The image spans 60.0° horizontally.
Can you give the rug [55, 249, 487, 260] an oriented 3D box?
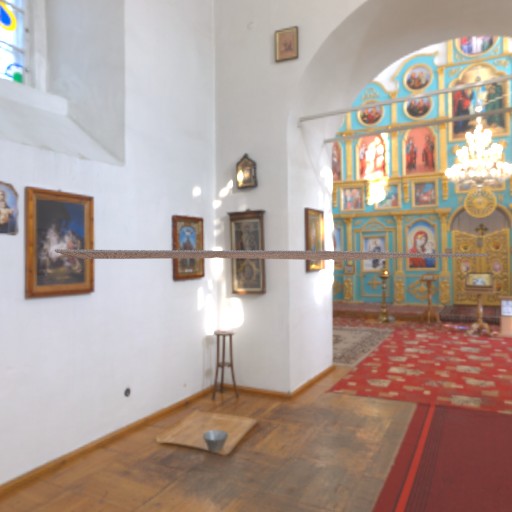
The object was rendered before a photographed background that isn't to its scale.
[{"bbox_3d":[0.000,0.000,2.976,2.307,0.030,1.604,0,-1,-18],"label":"rug"}]
